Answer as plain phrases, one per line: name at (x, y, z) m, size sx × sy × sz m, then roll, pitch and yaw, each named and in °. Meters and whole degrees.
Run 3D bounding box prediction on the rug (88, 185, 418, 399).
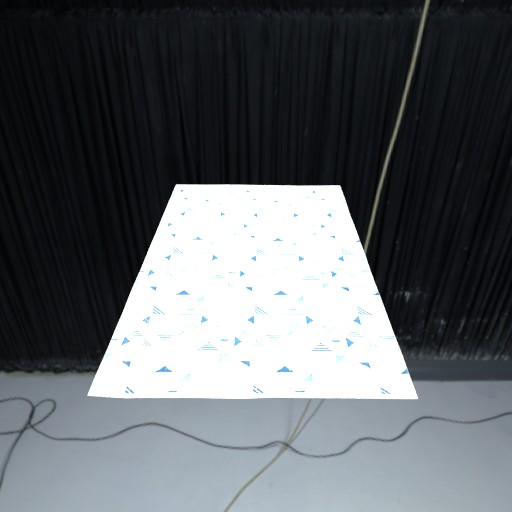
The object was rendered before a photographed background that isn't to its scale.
rug at (0.000, 0.000, 3.055) m, size 1.512 × 0.009 × 2.457 m, roll 0°, pitch 32°, yaw 1°
